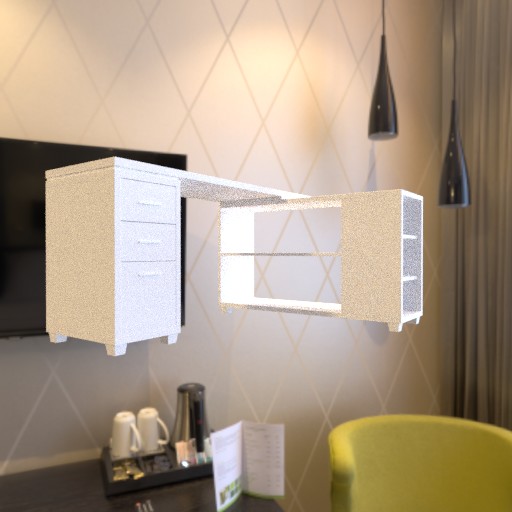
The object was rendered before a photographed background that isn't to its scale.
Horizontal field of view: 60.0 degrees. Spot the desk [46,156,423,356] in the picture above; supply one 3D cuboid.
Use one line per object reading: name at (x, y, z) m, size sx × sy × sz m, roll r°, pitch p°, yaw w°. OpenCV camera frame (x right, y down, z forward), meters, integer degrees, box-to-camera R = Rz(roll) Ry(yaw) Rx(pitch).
desk at (0.000, 0.000, 2.229) m, size 1.199 × 0.759 × 1.524 m, roll 0°, pitch 1°, yaw 36°
